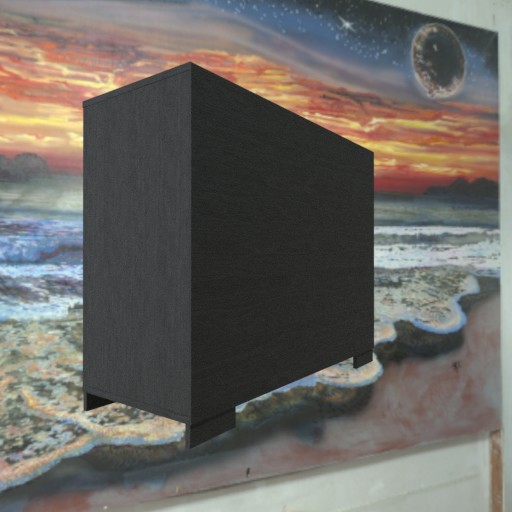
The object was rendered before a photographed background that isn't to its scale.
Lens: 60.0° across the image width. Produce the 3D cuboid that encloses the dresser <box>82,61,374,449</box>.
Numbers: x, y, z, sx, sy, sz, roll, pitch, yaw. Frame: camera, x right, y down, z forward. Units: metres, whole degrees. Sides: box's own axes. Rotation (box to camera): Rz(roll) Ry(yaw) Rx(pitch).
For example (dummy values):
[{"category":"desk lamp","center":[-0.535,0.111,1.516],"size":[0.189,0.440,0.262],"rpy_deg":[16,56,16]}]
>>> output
[{"category":"dresser","center":[0.000,0.000,1.447],"size":[0.404,0.816,0.994],"rpy_deg":[0,0,37]}]
